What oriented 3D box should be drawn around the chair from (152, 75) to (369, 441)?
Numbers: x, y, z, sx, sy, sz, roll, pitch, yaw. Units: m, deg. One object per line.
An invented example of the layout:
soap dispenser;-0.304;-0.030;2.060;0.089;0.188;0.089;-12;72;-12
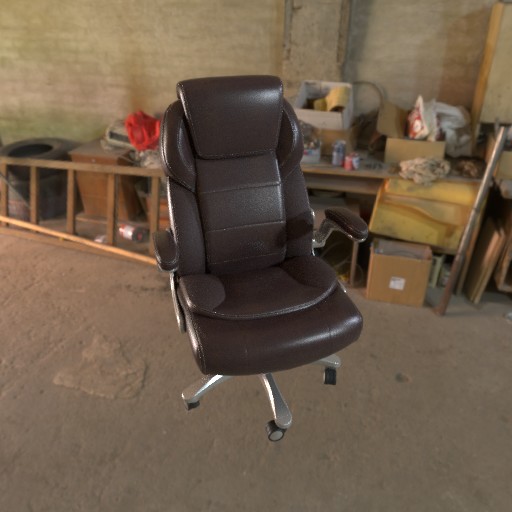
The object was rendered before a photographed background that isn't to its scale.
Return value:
chair;0.000;0.000;1.646;0.733;1.160;0.774;-9;32;-15
